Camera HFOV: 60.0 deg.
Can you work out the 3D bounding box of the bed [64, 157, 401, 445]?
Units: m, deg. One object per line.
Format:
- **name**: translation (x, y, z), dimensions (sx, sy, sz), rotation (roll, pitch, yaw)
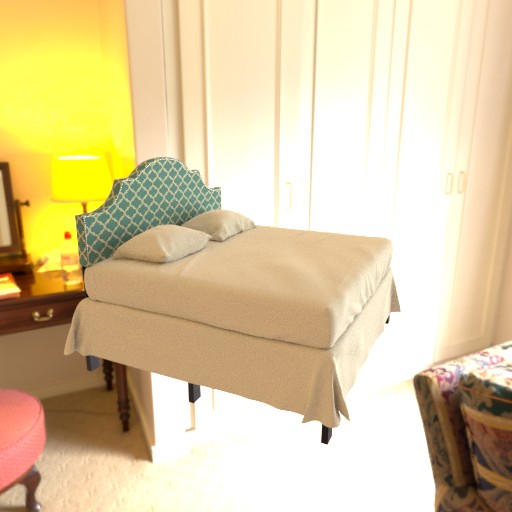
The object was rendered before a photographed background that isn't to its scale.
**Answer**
- **bed**: translation (0.000, 0.000, 3.769), dimensions (2.222, 1.601, 2.314), rotation (7, 17, 25)
